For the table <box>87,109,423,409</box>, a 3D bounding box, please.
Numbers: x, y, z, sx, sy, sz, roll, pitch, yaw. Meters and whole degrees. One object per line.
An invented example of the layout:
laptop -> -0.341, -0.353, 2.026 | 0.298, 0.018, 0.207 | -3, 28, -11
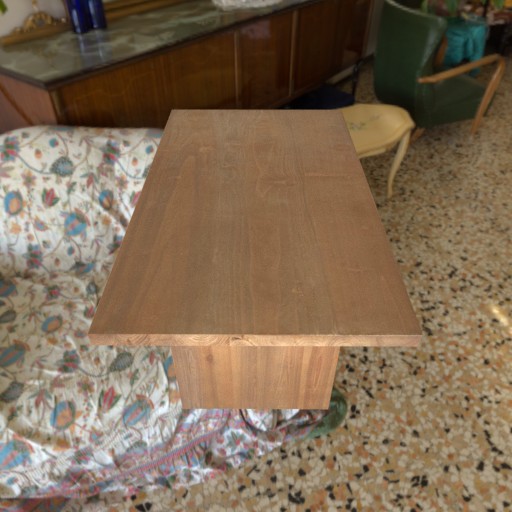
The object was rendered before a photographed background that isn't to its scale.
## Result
table -> 0.000, 0.000, 2.113 | 0.946, 0.780, 1.609 | 0, 40, 0
